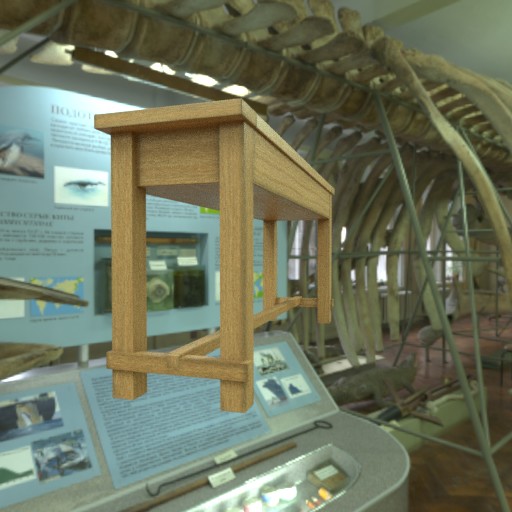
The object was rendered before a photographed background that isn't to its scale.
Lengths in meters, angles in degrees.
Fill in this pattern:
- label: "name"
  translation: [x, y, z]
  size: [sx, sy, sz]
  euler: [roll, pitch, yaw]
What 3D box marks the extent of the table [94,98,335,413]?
- label: "table"
  translation: [0.000, 0.000, 1.869]
  size: [0.442, 0.762, 1.599]
  euler: [0, 1, 18]
